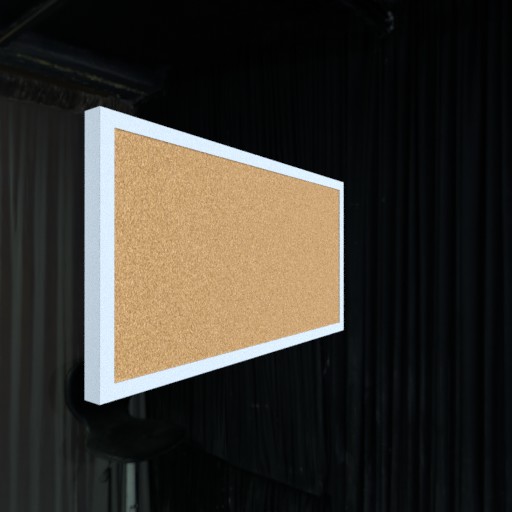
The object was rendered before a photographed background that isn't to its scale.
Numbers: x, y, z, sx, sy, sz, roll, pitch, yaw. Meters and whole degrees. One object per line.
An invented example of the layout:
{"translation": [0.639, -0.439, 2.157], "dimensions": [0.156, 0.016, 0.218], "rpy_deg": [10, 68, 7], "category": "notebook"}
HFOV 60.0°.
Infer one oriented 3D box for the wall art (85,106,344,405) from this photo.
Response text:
{"translation": [0.000, 0.000, 0.977], "dimensions": [0.038, 0.431, 0.812], "rpy_deg": [0, 0, 36], "category": "wall art"}
